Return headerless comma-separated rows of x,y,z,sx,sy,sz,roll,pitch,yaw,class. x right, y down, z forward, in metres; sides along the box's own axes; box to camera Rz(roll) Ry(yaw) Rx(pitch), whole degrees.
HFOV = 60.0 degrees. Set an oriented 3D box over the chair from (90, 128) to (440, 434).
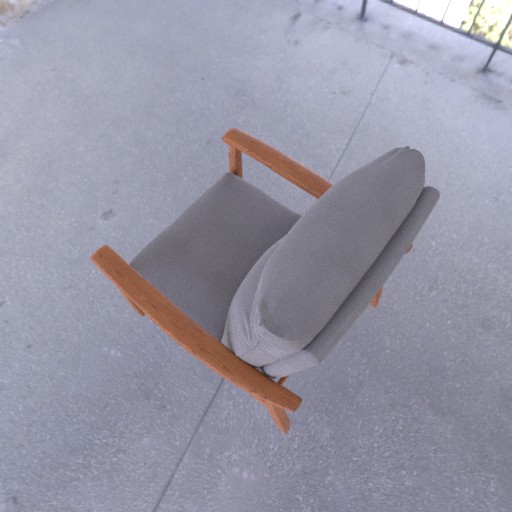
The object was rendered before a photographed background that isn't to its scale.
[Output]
0.000,0.000,1.499,0.816,0.922,0.782,35,67,17,chair
